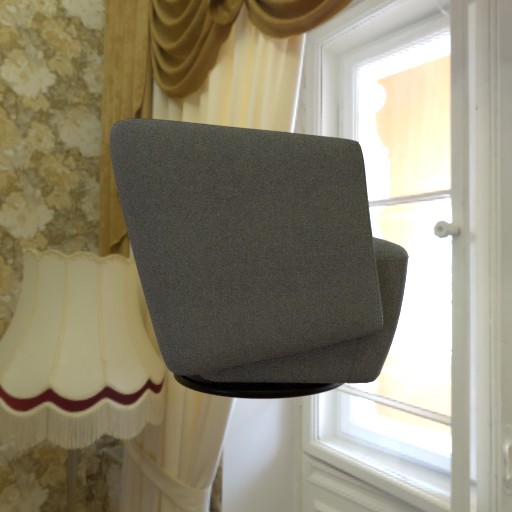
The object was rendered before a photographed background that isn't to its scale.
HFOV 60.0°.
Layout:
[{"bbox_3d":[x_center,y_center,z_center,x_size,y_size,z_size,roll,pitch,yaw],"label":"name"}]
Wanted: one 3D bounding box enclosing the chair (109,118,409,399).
[{"bbox_3d":[0.000,0.000,1.633,0.986,0.861,0.822,0,-1,1],"label":"chair"}]
